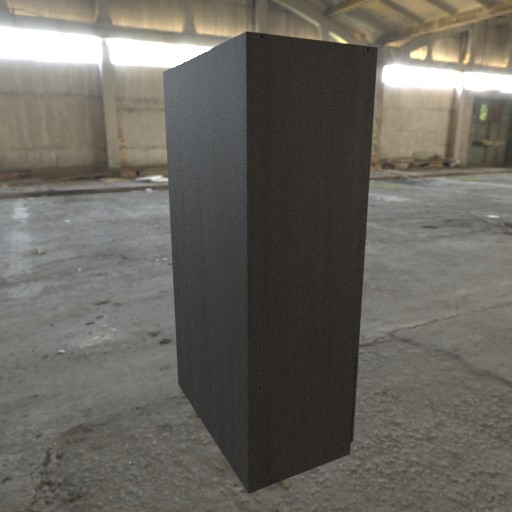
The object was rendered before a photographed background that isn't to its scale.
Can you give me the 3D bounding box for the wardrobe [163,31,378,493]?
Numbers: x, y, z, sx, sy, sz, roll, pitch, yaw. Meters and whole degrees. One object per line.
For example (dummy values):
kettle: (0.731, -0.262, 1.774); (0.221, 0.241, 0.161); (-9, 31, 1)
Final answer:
wardrobe: (0.000, 0.000, 2.222); (0.577, 1.808, 0.991); (-7, 16, -26)
